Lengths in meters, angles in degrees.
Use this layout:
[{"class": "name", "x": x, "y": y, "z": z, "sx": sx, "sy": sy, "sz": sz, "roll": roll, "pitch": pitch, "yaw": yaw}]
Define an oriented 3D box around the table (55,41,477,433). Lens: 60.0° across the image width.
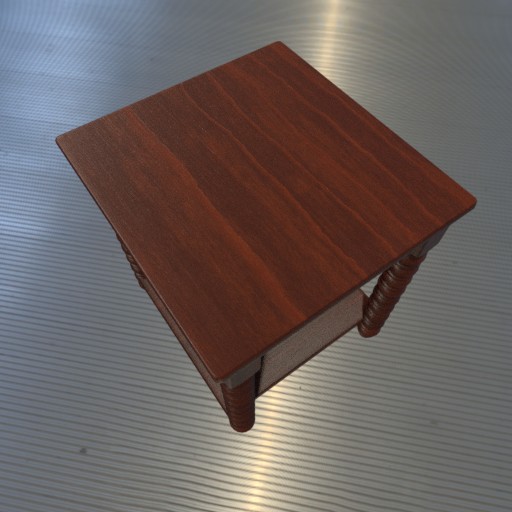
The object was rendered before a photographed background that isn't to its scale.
[{"class": "table", "x": 0.000, "y": 0.000, "z": 0.984, "sx": 0.500, "sy": 0.567, "sz": 0.533, "roll": -31, "pitch": 63, "yaw": -18}]
